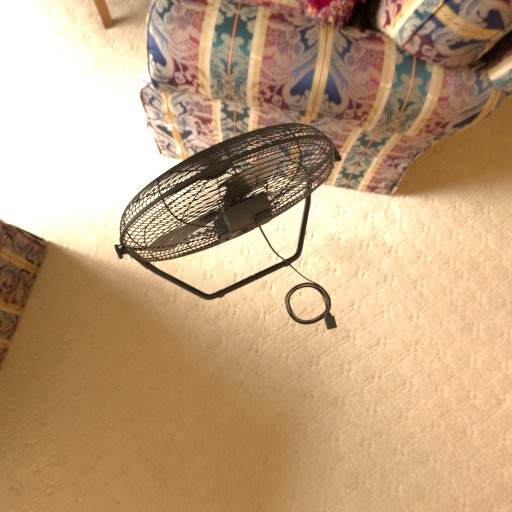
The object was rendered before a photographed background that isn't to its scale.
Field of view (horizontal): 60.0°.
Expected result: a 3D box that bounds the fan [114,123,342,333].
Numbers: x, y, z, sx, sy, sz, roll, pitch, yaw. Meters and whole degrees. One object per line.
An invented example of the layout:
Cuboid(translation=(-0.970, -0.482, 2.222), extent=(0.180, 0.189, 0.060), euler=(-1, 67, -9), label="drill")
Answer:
Cuboid(translation=(0.000, 0.000, 0.945), extent=(0.555, 0.546, 0.424), euler=(-25, 76, -7), label="fan")
